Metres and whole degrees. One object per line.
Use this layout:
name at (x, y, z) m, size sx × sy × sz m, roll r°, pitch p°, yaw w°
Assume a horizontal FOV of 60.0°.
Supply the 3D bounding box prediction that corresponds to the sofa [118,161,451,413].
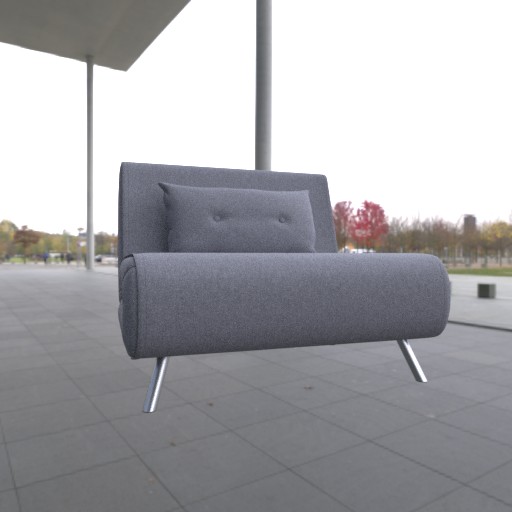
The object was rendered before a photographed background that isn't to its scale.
sofa at (0.000, 0.000, 1.718) m, size 1.020 × 0.825 × 1.000 m, roll 0°, pitch 0°, yaw -18°
